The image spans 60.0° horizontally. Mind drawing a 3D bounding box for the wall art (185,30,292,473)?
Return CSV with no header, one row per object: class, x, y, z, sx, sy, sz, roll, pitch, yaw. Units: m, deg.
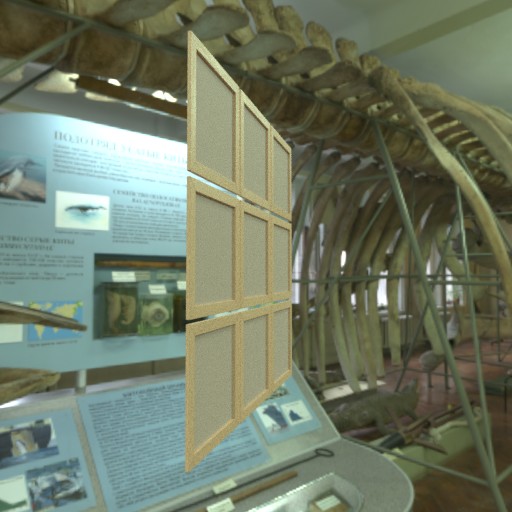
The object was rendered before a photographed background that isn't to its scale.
wall art,0.000,0.000,2.232,0.014,1.507,1.519,-1,-3,18
